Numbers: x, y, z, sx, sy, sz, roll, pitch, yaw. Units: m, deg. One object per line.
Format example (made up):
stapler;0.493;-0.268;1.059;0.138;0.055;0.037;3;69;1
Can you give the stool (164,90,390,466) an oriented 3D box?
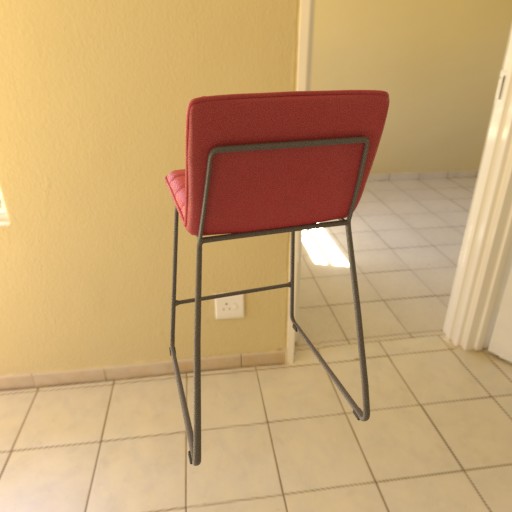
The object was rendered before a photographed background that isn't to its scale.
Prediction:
stool;0.000;0.000;1.173;0.489;0.866;0.524;-8;27;-16
